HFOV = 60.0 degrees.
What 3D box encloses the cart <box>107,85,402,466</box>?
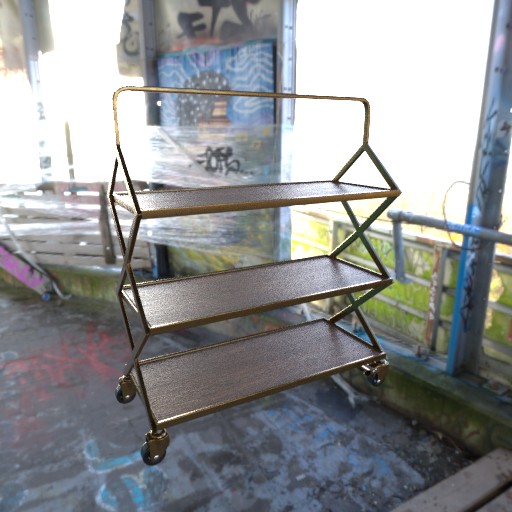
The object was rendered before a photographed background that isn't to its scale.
[{"bbox_3d":[0.000,0.000,1.157,0.723,0.805,0.313,-8,17,-28],"label":"cart"}]
